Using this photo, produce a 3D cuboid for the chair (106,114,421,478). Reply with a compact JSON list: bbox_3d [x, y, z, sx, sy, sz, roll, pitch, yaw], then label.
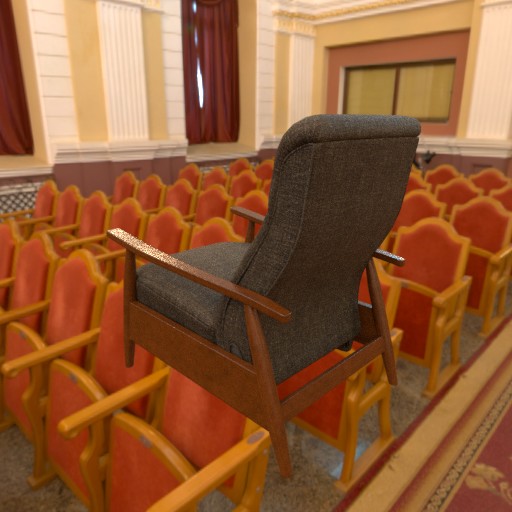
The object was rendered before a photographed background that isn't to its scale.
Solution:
[{"bbox_3d":[0.000,0.000,1.793,1.014,1.082,0.762,16,23,42],"label":"chair"}]
